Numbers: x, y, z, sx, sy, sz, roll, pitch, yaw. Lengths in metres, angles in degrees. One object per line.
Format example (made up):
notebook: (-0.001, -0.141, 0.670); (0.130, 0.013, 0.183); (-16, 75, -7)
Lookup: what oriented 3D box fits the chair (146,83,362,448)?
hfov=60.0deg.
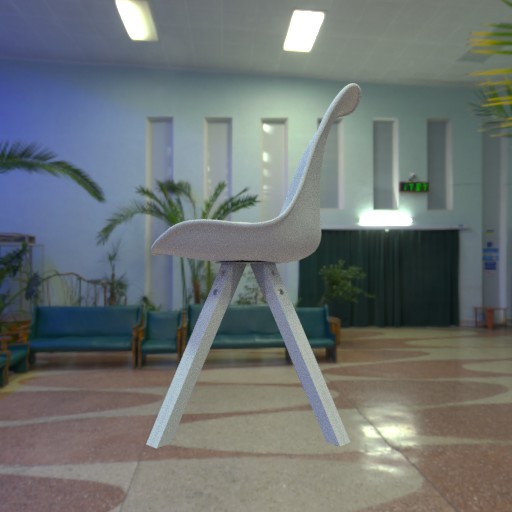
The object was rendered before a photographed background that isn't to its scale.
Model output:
chair: (0.000, 0.000, 1.199); (0.550, 0.850, 0.485); (0, -1, -1)
